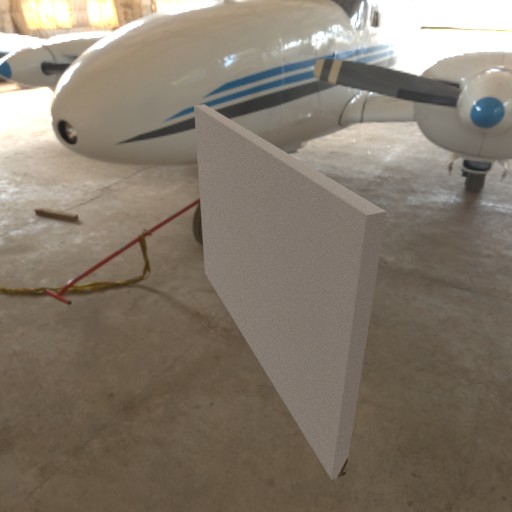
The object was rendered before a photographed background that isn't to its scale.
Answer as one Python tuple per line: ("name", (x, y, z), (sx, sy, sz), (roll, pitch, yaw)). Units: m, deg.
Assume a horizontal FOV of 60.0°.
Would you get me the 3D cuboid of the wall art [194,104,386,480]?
("wall art", (0.000, 0.000, 1.144), (0.038, 0.601, 0.898), (-11, 31, -20))
